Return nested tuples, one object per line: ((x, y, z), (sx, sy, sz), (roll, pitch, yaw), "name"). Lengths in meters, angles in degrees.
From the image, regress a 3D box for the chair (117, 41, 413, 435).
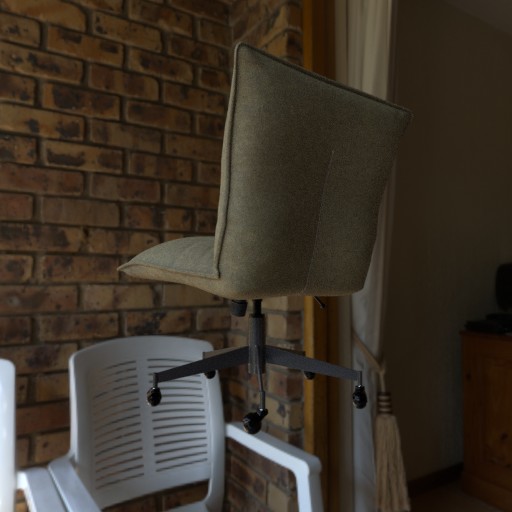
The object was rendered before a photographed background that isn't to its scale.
((0.000, 0.000, 1.293), (0.597, 0.811, 0.696), (2, -3, -37), "chair")
